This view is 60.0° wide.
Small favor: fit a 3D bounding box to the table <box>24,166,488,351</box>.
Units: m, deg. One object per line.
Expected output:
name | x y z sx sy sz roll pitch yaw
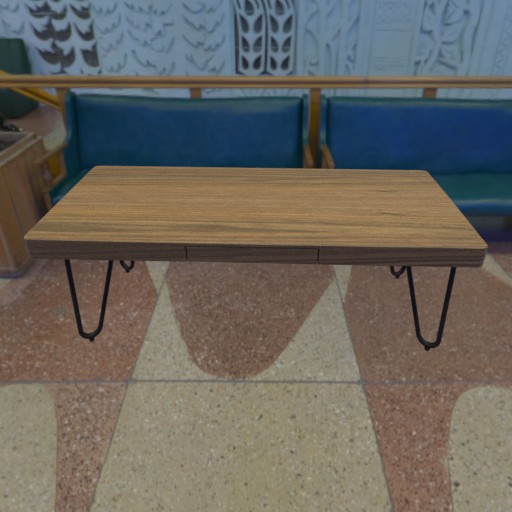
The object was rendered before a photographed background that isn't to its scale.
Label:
table | 0.000 0.000 1.683 1.375 0.468 0.637 1 31 2
